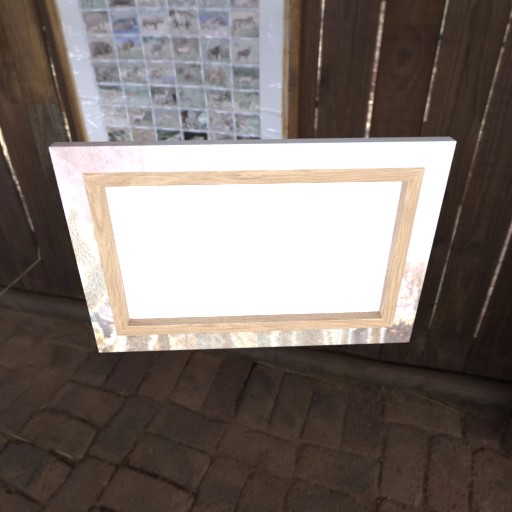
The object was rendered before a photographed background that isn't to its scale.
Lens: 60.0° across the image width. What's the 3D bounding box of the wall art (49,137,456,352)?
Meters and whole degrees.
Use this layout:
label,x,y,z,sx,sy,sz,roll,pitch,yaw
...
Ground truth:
label,x,y,z,sx,sy,sz,roll,pitch,yaw
wall art,0.000,0.000,1.166,0.916,0.608,0.040,-1,31,-2
